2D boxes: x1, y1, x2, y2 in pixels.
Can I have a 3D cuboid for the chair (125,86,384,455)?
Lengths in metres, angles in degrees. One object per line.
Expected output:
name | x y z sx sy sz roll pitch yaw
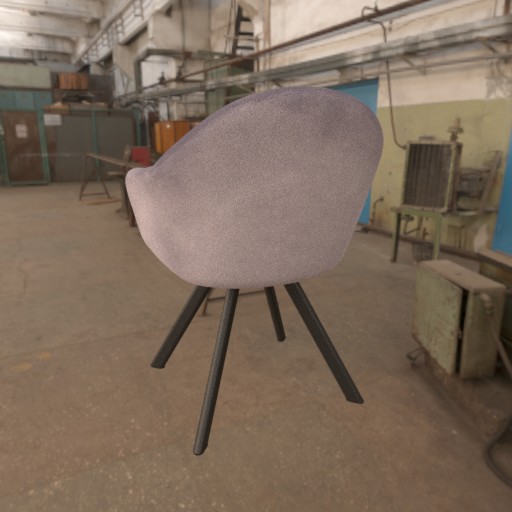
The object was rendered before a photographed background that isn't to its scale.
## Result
chair | 0.000 0.000 1.143 0.570 0.780 0.540 -7 17 -25
